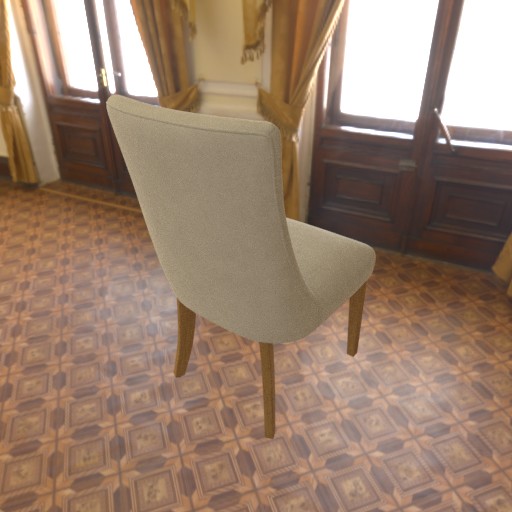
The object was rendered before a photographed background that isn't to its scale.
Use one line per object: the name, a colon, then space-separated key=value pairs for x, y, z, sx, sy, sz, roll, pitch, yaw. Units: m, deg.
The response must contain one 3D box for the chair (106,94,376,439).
chair: x=0.000 y=0.000 z=1.270 sx=0.495 sy=0.902 sz=0.610 roll=22 pitch=36 yaw=33
